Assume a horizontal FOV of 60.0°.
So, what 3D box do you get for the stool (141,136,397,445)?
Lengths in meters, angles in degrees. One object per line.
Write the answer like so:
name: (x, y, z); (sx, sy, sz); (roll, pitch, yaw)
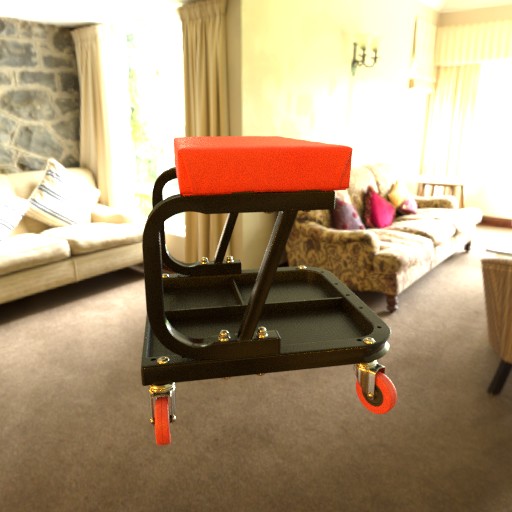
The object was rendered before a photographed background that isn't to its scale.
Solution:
stool: (0.000, 0.000, 0.748); (0.371, 0.380, 0.446); (-3, 17, -10)
